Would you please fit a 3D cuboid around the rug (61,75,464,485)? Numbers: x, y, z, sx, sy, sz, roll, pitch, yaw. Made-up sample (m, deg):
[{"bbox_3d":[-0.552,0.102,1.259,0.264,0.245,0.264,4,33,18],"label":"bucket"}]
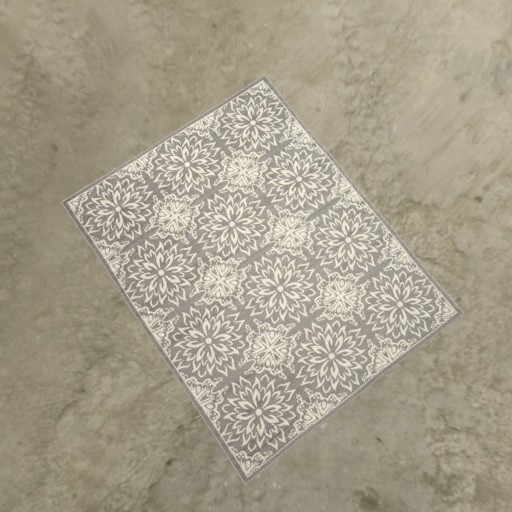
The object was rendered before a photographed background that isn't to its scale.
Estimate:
[{"bbox_3d":[0.000,0.000,4.021,2.363,0.012,2.980,-35,78,-8],"label":"rug"}]
